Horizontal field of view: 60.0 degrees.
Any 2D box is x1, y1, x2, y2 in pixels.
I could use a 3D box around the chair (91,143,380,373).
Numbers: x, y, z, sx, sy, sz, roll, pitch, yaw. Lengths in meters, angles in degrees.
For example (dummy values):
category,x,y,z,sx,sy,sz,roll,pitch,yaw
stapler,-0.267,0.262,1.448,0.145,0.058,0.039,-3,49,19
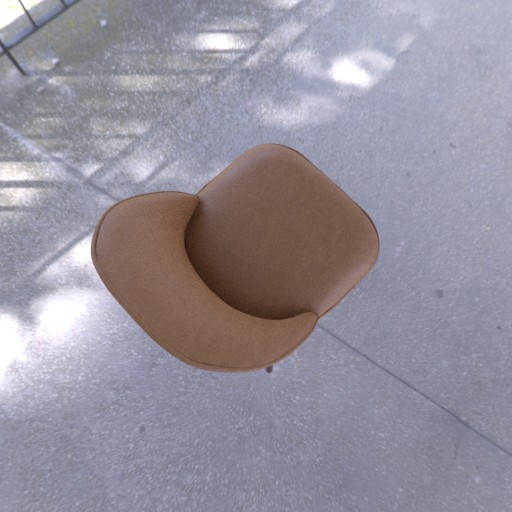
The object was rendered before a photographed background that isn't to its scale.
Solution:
category,x,y,z,sx,sy,sz,roll,pitch,yaw
chair,0.000,0.000,1.236,0.631,0.831,0.521,-43,79,-10
